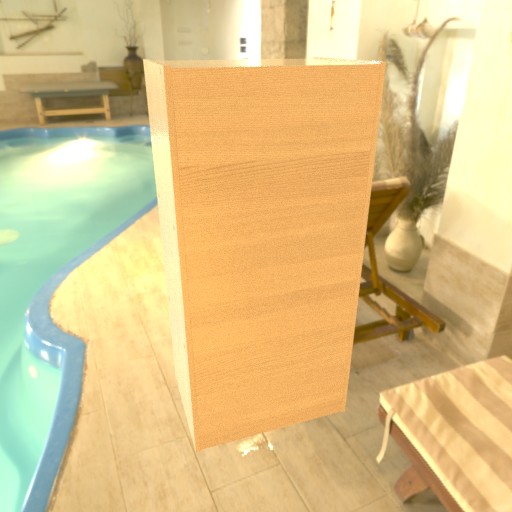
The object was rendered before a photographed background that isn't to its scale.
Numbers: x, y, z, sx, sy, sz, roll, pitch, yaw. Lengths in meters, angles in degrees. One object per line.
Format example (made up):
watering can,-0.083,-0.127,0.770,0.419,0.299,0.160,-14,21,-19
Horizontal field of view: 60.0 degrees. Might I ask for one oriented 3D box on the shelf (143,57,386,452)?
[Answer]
shelf,0.000,0.000,1.084,0.417,0.876,0.292,-9,27,-17
